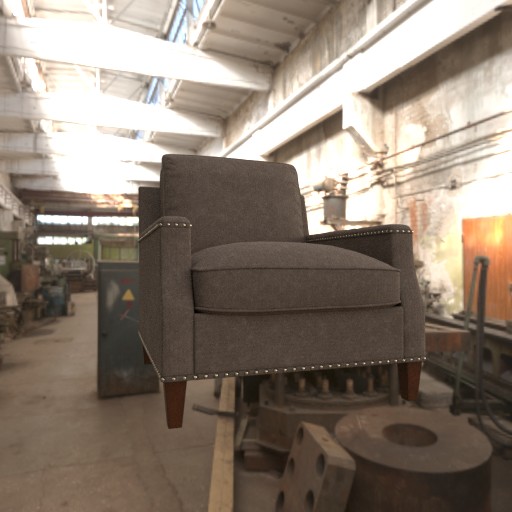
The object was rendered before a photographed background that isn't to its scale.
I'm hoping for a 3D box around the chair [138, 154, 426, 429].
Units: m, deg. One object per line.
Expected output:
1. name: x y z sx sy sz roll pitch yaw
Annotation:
1. chair: 0.000 0.000 1.754 0.853 0.948 1.014 0 -1 -19
